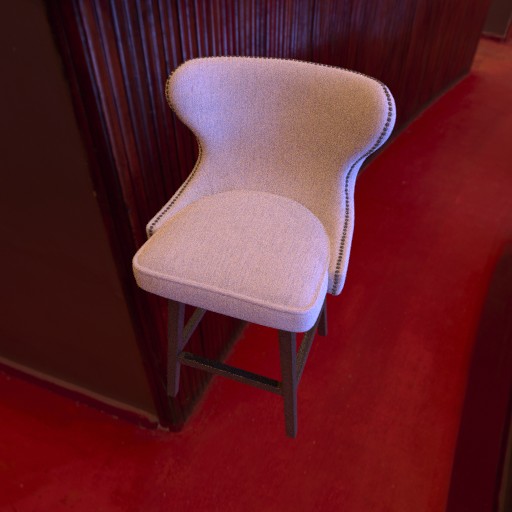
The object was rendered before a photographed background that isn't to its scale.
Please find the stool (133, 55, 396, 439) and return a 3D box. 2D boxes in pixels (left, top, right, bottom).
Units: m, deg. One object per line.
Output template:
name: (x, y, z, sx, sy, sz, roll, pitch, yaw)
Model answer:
stool: (0.000, 0.000, 1.325, 0.615, 0.972, 0.597, 14, 43, 15)
